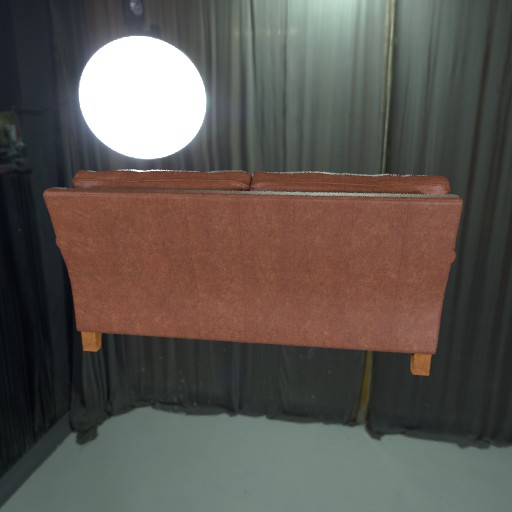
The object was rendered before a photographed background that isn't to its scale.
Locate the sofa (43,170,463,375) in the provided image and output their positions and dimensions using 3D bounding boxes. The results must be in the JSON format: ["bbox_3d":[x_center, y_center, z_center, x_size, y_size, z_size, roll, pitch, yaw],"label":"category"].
[{"bbox_3d":[0.000,0.000,2.755,2.144,1.071,1.147,2,15,8],"label":"sofa"}]
